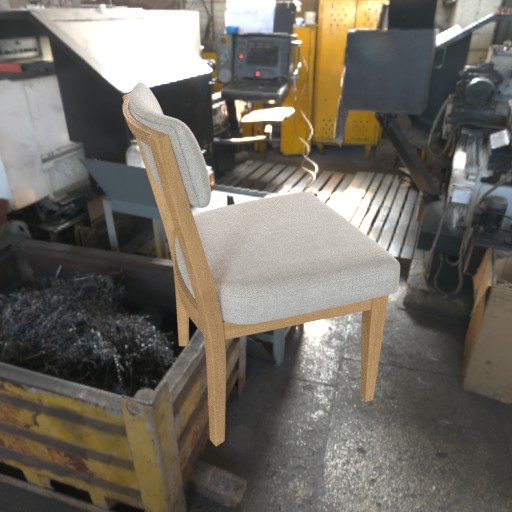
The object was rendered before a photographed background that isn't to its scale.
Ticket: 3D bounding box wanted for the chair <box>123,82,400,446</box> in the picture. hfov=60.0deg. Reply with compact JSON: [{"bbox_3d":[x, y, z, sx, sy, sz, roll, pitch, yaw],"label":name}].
[{"bbox_3d":[0.000,0.000,1.178,0.572,0.832,0.508,-10,31,-18],"label":"chair"}]
